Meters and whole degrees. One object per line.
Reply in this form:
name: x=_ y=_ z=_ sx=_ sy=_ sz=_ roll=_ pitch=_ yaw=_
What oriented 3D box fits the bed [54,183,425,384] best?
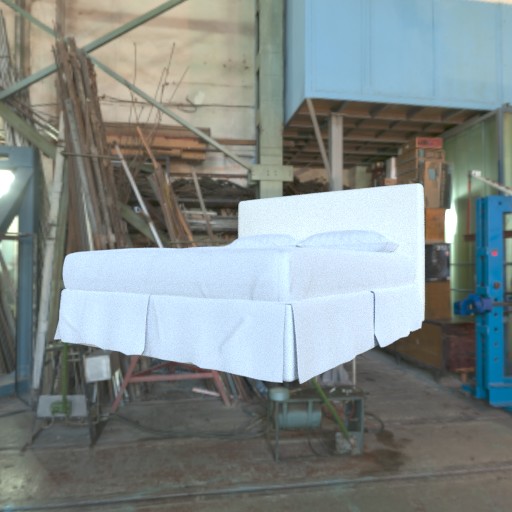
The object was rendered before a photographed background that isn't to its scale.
bed: x=0.000 y=0.000 z=3.622 sx=2.119 sy=1.317 sz=2.341 roll=-1 pitch=-1 yaw=35
